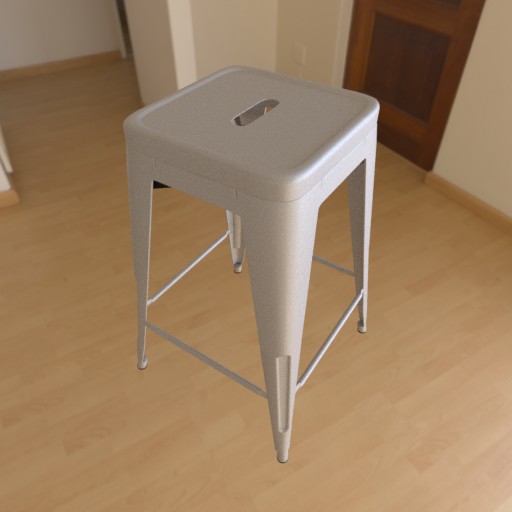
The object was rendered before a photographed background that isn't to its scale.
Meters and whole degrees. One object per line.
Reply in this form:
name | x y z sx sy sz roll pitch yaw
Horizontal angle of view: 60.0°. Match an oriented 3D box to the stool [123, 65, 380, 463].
stool | 0.000 0.000 0.883 0.410 0.608 0.410 24 48 24
